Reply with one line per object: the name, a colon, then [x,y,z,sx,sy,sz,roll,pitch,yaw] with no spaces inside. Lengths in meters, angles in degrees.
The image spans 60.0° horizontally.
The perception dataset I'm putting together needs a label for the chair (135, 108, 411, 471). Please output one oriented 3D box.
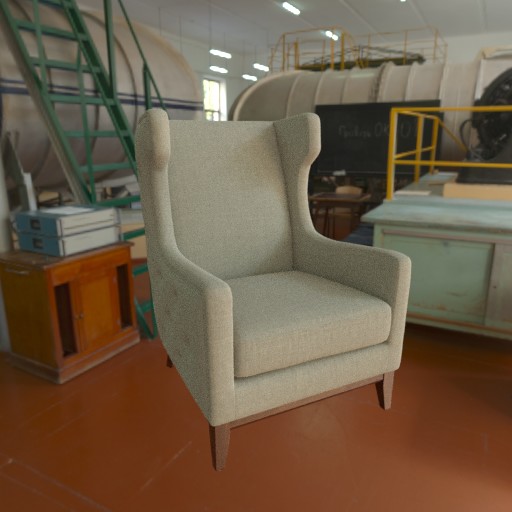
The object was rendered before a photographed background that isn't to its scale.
chair: [0.000,0.000,1.708,0.778,1.079,0.899,-8,17,-27]
